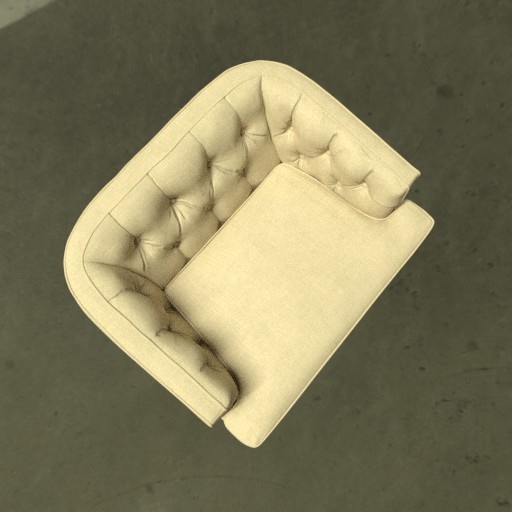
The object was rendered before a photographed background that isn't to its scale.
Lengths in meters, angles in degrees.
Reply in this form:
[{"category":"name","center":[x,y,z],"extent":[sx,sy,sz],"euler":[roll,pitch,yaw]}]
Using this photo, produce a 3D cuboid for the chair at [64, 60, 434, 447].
[{"category":"chair","center":[0.000,0.000,1.733],"extent":[0.914,0.787,1.118],"euler":[40,80,9]}]
